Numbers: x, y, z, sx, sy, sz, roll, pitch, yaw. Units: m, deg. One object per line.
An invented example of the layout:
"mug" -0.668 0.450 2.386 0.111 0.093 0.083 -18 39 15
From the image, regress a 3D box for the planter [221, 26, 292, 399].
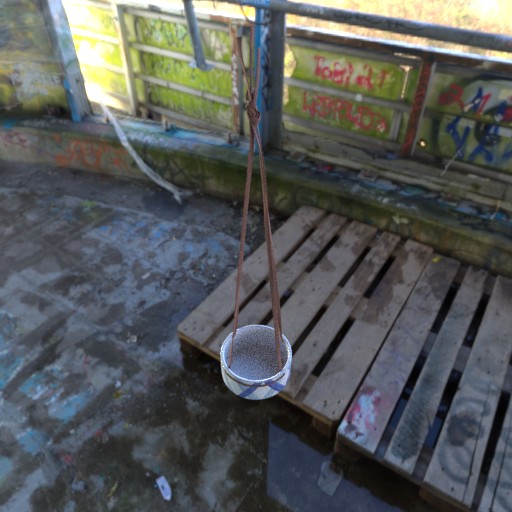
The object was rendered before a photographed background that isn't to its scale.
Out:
"planter" 0.000 0.000 0.821 0.166 0.751 0.166 25 47 26
